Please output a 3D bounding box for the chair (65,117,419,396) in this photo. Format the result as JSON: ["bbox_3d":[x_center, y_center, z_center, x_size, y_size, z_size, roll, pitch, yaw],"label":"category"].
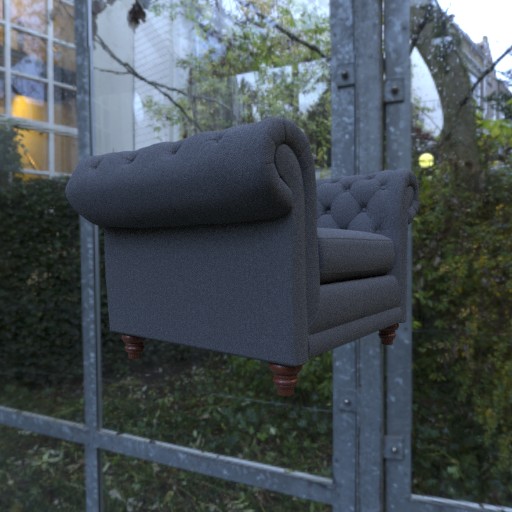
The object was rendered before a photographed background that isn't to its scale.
[{"bbox_3d":[0.000,0.000,1.843,0.976,0.770,1.270,1,2,37],"label":"chair"}]
